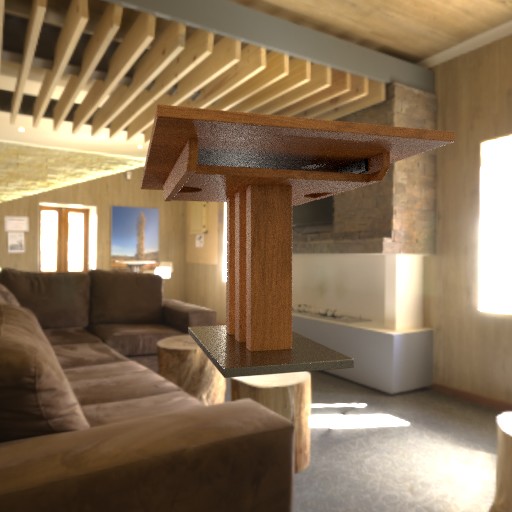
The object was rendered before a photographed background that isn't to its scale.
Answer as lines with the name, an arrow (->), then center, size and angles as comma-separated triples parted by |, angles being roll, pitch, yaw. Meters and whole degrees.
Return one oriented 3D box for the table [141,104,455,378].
table -> 0.000, 0.000, 1.869 | 0.900, 0.770, 1.300 | 0, 0, -16
